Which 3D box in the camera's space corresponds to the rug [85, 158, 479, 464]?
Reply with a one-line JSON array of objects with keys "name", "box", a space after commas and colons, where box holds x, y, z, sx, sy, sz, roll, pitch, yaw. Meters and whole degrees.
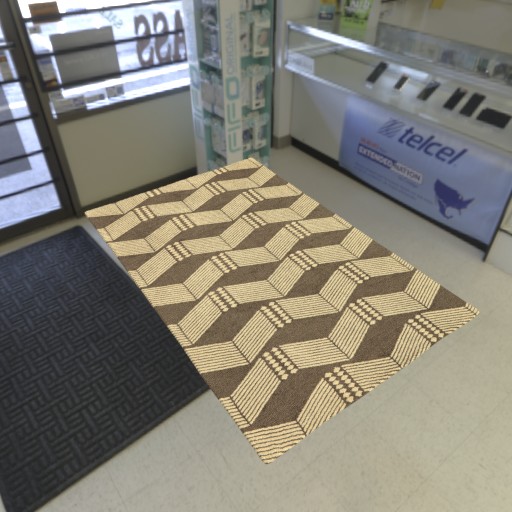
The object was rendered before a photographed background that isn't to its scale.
[{"name": "rug", "box": [0.000, 0.000, 2.324, 1.210, 0.016, 1.833, -24, 45, -26]}]
